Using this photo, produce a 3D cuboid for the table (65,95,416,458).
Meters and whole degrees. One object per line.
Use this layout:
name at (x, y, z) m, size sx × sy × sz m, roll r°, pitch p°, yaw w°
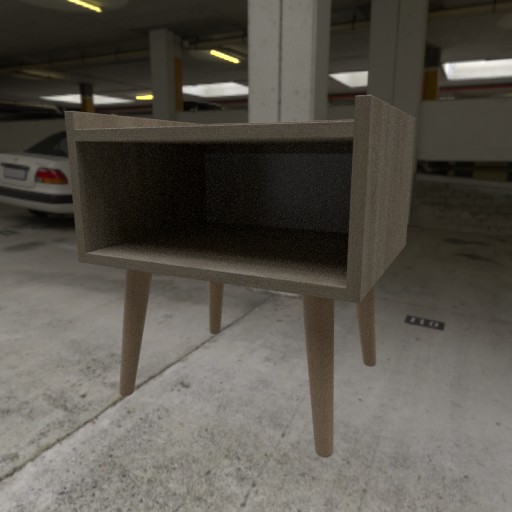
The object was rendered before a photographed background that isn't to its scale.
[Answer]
table at (0.000, 0.000, 0.775) m, size 0.450 × 0.470 × 0.370 m, roll 6°, pitch 15°, yaw 25°
